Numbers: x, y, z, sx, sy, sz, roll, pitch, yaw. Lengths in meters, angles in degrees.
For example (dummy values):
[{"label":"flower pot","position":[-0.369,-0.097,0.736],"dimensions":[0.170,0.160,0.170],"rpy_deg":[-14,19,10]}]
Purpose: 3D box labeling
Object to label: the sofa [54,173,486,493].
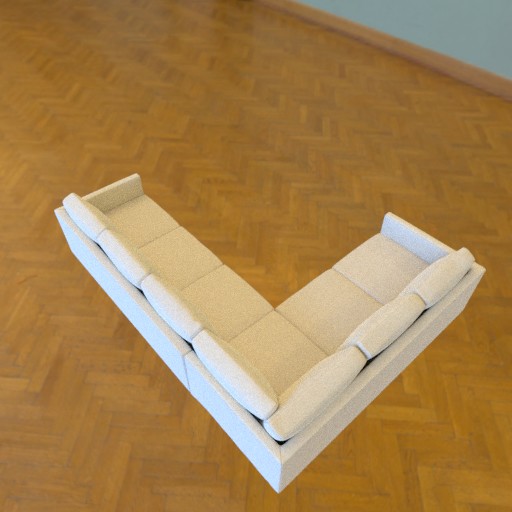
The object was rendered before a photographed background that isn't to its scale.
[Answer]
[{"label":"sofa","position":[0.000,0.000,4.197],"dimensions":[2.432,0.863,3.182],"rpy_deg":[-33,55,-27]}]
